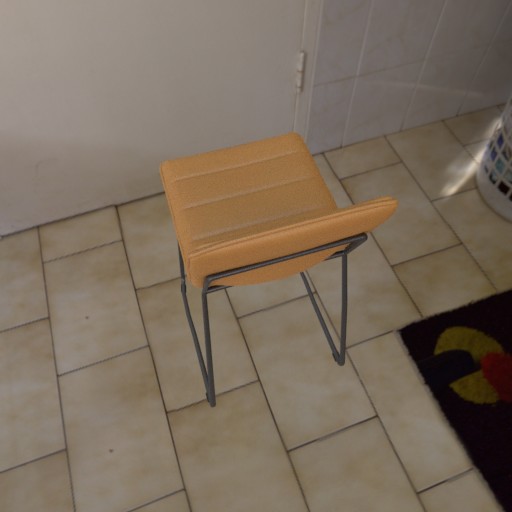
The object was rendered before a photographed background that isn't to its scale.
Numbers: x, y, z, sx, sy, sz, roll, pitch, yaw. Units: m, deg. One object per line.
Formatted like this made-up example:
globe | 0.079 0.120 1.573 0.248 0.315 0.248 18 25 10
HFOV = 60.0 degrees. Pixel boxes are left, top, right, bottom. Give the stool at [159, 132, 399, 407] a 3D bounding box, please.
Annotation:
stool | 0.000 0.000 1.261 0.489 0.936 0.524 -15 59 -9
